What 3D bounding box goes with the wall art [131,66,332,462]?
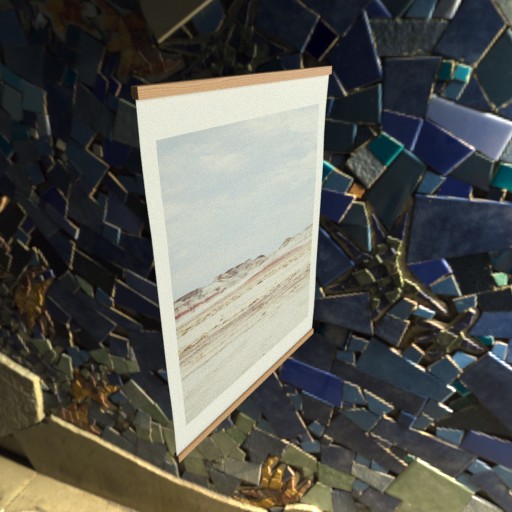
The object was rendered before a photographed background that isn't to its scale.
[{"bbox_3d":[0.000,0.000,0.794,0.011,0.605,0.458,18,32,32],"label":"wall art"}]
